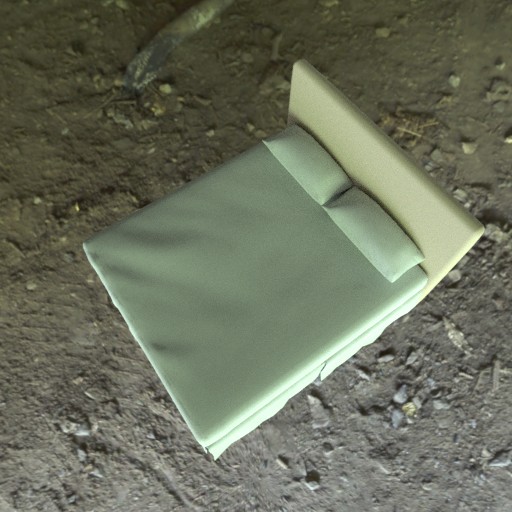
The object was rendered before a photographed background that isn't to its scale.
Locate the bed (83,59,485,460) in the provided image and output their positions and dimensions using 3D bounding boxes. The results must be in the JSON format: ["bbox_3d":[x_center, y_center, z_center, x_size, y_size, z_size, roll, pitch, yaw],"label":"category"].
[{"bbox_3d":[0.000,0.000,3.286,2.142,1.330,1.884,-32,68,-15],"label":"bed"}]
